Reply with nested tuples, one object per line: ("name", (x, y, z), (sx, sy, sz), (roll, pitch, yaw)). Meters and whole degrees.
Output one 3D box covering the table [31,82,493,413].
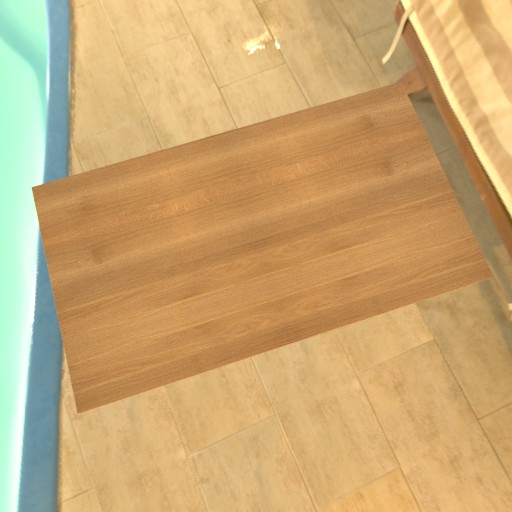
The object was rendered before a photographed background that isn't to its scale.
("table", (0.000, 0.000, 2.087), (1.600, 0.750, 0.900), (-17, 75, -5))
